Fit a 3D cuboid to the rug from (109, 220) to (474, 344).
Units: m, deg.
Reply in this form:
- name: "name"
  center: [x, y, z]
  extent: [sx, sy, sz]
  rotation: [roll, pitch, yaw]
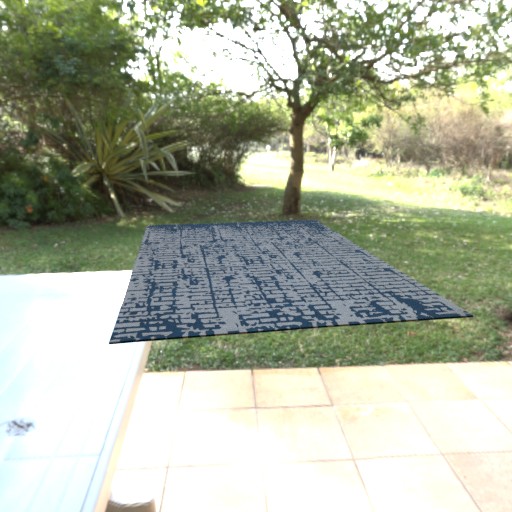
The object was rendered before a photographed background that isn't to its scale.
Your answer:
- name: "rug"
  center: [0.000, 0.000, 2.306]
  extent: [1.220, 0.007, 1.828]
  rotation: [-3, 16, -9]
